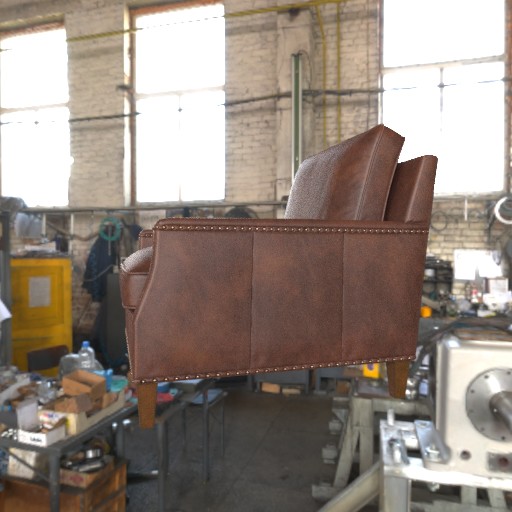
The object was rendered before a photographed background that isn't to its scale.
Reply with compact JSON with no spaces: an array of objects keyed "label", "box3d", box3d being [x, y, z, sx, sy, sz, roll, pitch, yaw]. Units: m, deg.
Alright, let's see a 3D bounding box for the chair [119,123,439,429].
[{"label":"chair","box3d":[0.000,0.000,1.719,1.014,0.929,0.853,0,1,-18]}]
